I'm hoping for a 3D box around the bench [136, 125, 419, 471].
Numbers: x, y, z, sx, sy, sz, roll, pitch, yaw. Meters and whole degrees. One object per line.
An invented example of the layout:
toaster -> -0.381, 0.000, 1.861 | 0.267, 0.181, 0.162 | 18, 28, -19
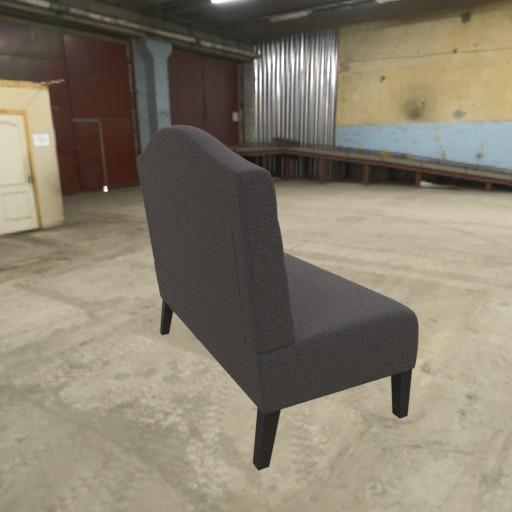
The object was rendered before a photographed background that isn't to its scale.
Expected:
bench -> 0.000, 0.000, 2.102 | 0.815, 1.180, 1.335 | -7, 16, -26
